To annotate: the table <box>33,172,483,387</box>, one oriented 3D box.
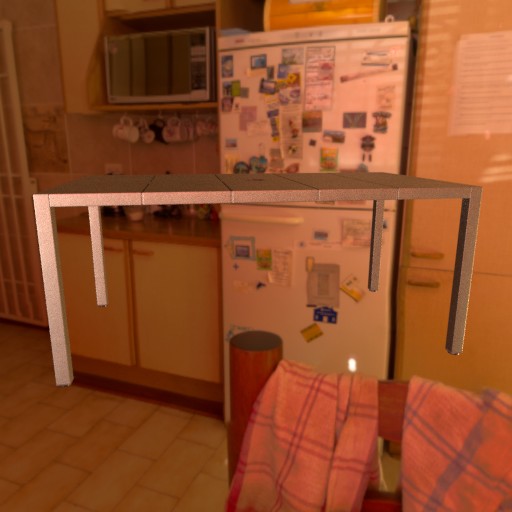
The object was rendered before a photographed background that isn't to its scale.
[{"bbox_3d":[0.000,0.000,2.156,1.680,0.735,0.914,-2,14,-9],"label":"table"}]
